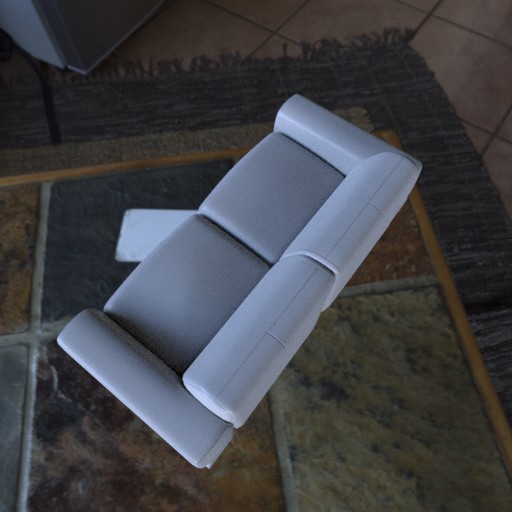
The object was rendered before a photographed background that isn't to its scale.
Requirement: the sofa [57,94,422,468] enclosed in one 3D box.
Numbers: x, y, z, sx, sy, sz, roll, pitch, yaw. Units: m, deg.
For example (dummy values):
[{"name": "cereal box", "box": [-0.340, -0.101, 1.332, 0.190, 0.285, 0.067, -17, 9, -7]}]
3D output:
[{"name": "sofa", "box": [0.000, 0.000, 2.337, 0.900, 0.772, 1.901, 35, 69, 15]}]
